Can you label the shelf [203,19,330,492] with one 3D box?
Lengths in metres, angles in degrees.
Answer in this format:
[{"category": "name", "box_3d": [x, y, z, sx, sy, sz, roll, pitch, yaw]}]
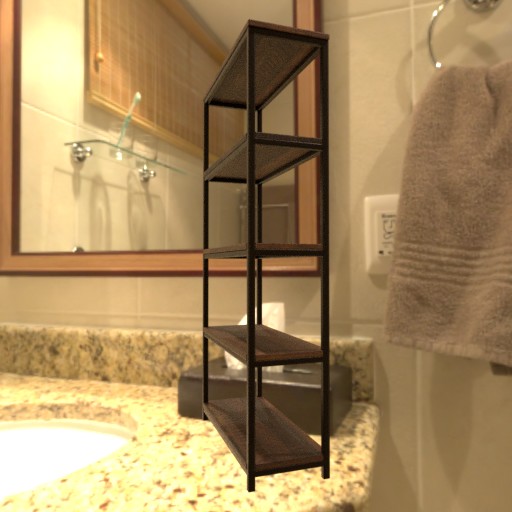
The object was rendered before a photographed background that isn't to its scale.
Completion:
[{"category": "shelf", "box_3d": [0.000, 0.000, 2.210, 0.359, 1.860, 0.874, 0, -1, -19]}]
